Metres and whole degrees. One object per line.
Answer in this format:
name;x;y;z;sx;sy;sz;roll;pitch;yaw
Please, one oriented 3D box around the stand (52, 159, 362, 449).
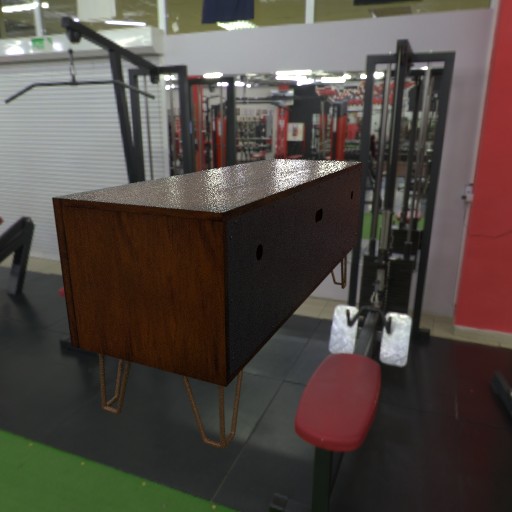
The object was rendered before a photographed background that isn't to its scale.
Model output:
stand;0.000;0.000;1.666;0.481;0.610;1.372;7;18;23
